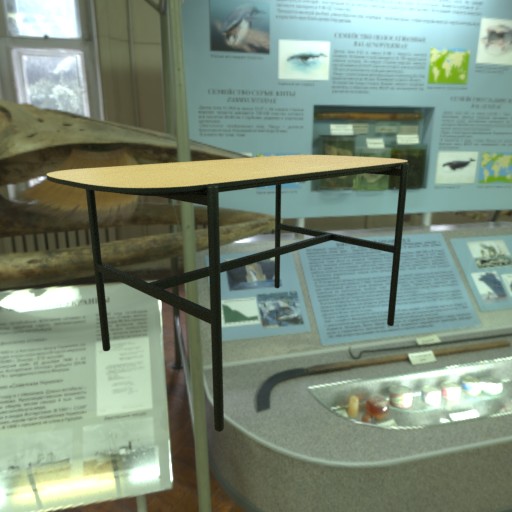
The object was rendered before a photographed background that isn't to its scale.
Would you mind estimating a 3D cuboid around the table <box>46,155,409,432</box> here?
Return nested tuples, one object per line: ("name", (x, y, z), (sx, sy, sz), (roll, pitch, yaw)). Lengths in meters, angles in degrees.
("table", (0.000, 0.000, 0.993), (0.400, 0.400, 0.800), (15, 22, 43))
